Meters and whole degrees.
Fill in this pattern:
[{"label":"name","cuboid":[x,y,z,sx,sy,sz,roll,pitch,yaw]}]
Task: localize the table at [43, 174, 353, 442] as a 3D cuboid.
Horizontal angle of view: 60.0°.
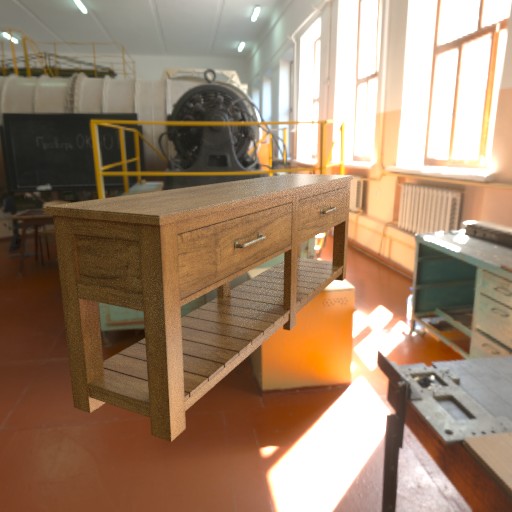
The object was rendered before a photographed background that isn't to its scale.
[{"label":"table","cuboid":[0.000,0.000,2.012,0.425,0.635,1.815,7,15,26]}]
